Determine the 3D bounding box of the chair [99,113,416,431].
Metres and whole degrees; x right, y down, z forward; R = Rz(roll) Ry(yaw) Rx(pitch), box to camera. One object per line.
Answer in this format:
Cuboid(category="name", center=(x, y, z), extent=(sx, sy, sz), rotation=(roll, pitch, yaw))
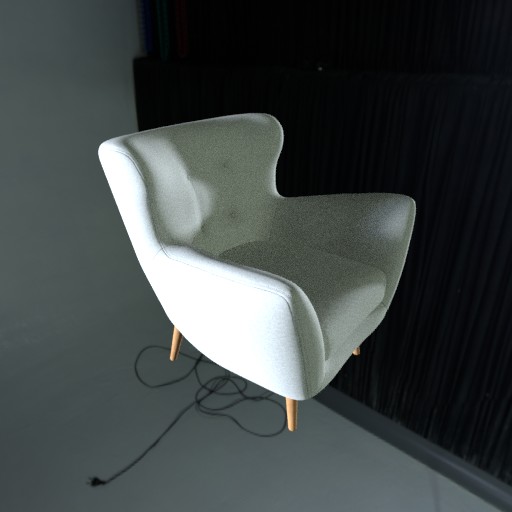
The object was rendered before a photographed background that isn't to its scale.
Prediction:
Cuboid(category="chair", center=(0.000, 0.000, 1.632), extent=(0.889, 0.889, 0.890), rotation=(18, 31, 32))
